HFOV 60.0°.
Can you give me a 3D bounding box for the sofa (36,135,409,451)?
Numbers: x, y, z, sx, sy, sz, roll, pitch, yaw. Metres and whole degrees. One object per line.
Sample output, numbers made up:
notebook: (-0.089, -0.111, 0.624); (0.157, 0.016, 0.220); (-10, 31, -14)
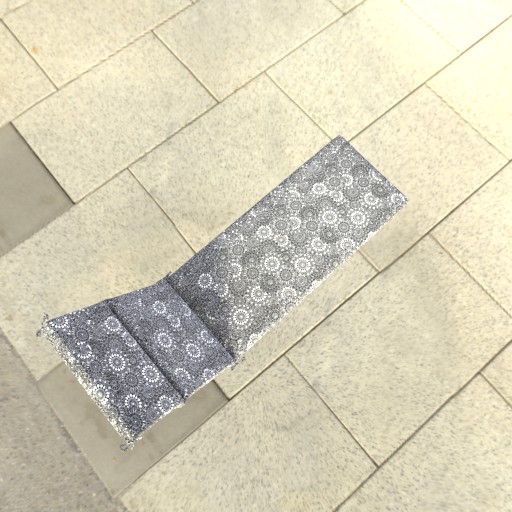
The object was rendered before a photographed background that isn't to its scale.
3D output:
sofa: (0.000, 0.000, 1.935); (1.663, 0.622, 0.582); (-41, 78, -10)
